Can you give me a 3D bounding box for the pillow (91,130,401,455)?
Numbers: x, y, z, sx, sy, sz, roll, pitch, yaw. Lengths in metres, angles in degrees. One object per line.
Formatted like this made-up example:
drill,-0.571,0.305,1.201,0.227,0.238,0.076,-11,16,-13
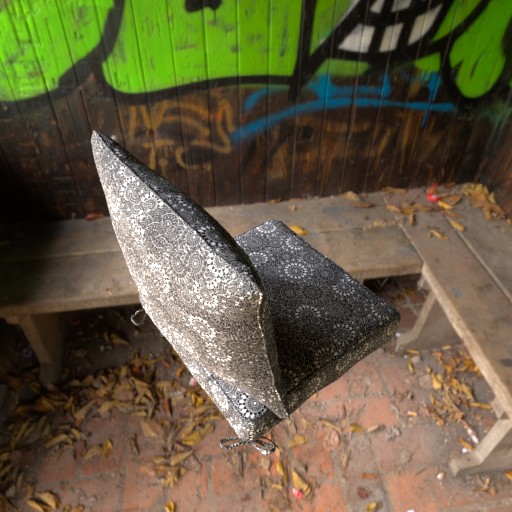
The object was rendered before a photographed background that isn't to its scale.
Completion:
pillow,0.000,0.000,1.371,0.740,0.722,0.798,-27,48,-27
